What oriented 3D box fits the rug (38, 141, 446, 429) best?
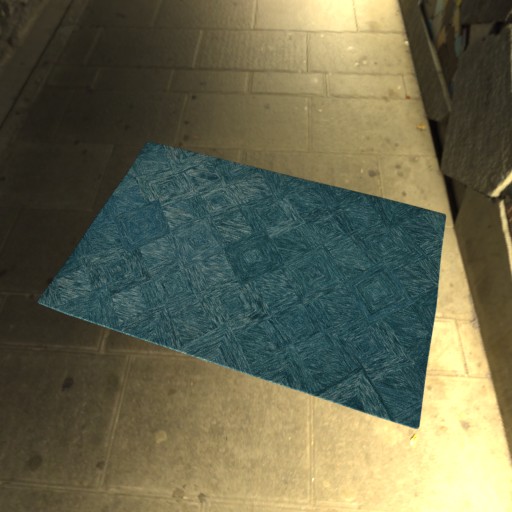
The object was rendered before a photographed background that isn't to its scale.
[{"bbox_3d":[0.000,0.000,2.161,1.728,0.017,1.136,16,58,10],"label":"rug"}]
